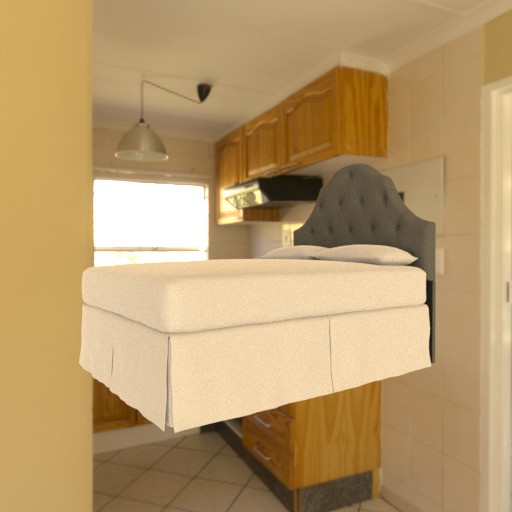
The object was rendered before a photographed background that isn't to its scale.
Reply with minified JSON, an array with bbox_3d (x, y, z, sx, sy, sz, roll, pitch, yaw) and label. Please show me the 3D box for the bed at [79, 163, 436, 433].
[{"bbox_3d":[0.000,0.000,3.244,2.155,1.575,1.636,-1,1,-35],"label":"bed"}]
